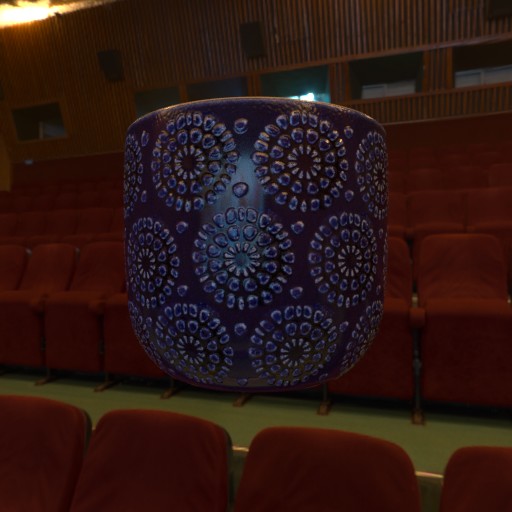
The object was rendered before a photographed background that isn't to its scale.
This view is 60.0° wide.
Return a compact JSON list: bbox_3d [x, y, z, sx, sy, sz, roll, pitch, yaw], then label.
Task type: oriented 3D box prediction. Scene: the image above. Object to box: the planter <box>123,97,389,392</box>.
[{"bbox_3d":[0.000,0.000,0.288,0.165,0.149,0.165,0,-1,0],"label":"planter"}]
